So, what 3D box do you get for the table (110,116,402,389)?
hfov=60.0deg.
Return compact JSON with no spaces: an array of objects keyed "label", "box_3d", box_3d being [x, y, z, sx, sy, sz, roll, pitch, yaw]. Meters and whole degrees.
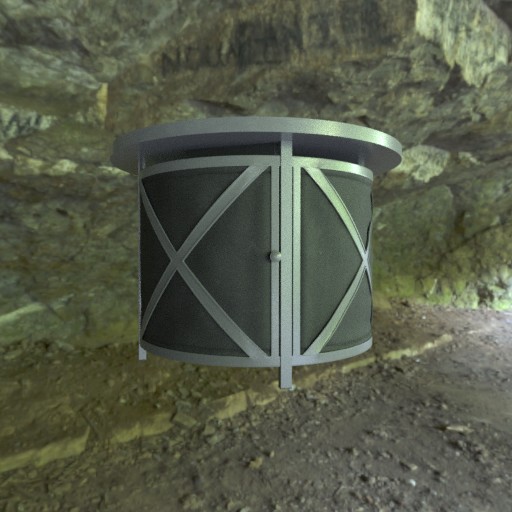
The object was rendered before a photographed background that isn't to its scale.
[{"label":"table","box_3d":[0.000,0.000,1.468,0.914,0.650,0.914,0,1,0]}]
